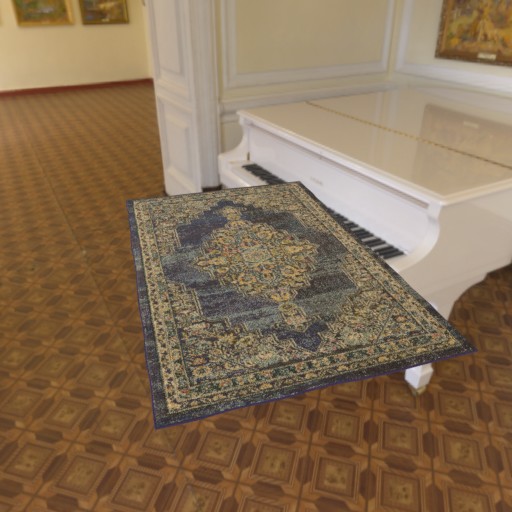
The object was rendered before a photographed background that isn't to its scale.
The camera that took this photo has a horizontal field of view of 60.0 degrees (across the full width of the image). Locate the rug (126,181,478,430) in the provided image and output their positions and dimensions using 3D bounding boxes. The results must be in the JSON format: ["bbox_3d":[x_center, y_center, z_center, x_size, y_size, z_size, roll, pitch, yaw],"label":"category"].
[{"bbox_3d":[0.000,0.000,2.215,1.184,0.012,1.781,-9,32,-14],"label":"rug"}]
